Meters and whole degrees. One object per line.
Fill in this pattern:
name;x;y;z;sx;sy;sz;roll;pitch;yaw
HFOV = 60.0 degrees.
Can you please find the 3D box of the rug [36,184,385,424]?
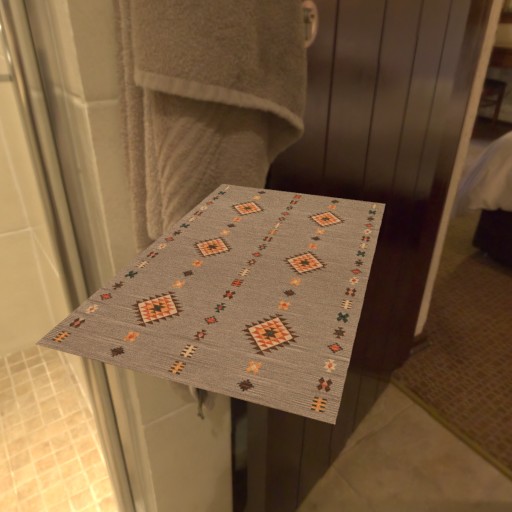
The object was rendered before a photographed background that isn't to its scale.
rug;0.000;0.000;3.016;1.515;0.007;2.427;10;31;16
